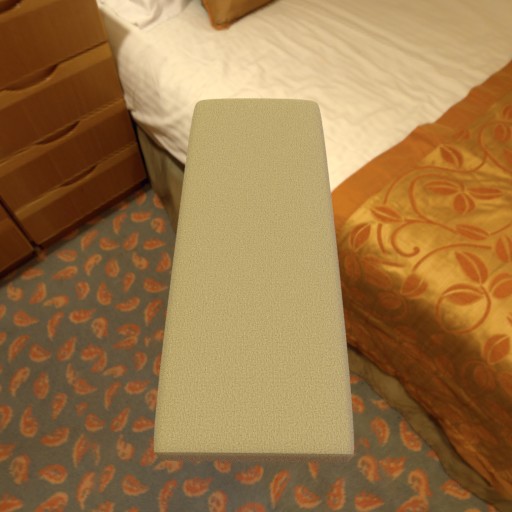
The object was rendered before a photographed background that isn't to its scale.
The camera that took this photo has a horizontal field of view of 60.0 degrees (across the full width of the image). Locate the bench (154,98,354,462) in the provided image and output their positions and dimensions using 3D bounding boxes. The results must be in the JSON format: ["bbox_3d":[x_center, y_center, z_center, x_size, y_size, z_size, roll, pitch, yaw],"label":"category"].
[{"bbox_3d":[0.000,0.000,1.885,0.646,0.393,1.609,0,58,0],"label":"bench"}]
